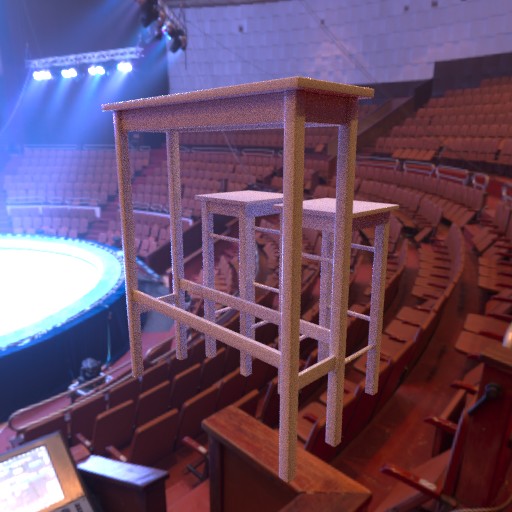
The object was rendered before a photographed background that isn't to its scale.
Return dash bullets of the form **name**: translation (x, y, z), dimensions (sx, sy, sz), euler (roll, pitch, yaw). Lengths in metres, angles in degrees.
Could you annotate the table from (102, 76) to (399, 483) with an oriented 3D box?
- **table**: translation (0.000, 0.000, 1.615), dimensions (0.650, 1.065, 0.915), euler (-13, 19, -43)
